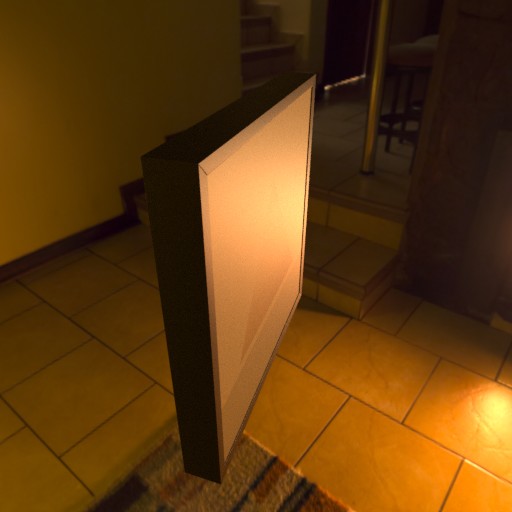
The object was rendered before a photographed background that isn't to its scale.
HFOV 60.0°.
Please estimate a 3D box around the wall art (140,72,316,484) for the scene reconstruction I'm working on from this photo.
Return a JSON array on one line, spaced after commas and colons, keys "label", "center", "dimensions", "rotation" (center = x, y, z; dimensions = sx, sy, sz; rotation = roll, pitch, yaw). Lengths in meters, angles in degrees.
[{"label": "wall art", "center": [0.000, 0.000, 0.451], "dimensions": [0.037, 0.303, 0.304], "rotation": [10, 33, 16]}]
